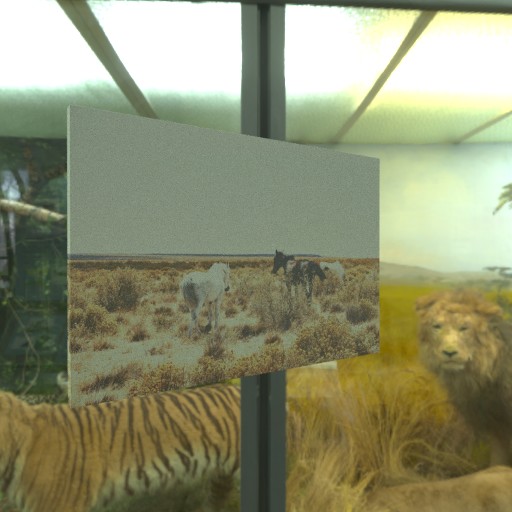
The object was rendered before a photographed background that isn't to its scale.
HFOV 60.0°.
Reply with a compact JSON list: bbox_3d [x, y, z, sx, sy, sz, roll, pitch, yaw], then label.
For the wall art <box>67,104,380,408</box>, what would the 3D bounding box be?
[{"bbox_3d":[0.000,0.000,1.919,1.520,1.016,0.051,0,0,-34],"label":"wall art"}]
